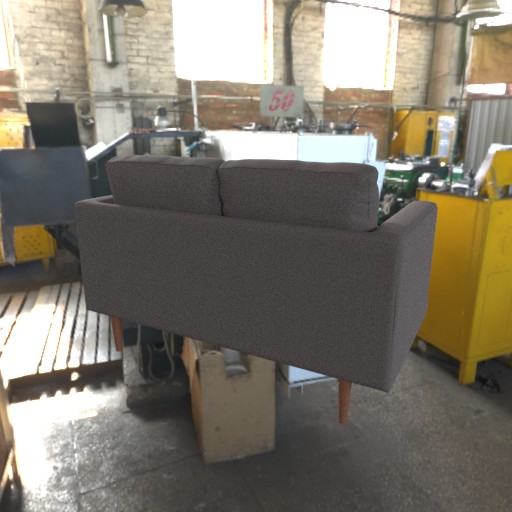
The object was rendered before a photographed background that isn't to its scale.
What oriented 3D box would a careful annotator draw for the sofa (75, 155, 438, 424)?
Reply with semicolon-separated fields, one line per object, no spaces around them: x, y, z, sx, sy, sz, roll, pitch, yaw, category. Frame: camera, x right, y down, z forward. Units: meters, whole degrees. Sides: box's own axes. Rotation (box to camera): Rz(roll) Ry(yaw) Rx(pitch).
0.000;0.000;2.026;1.430;0.908;0.796;9;18;28;sofa
